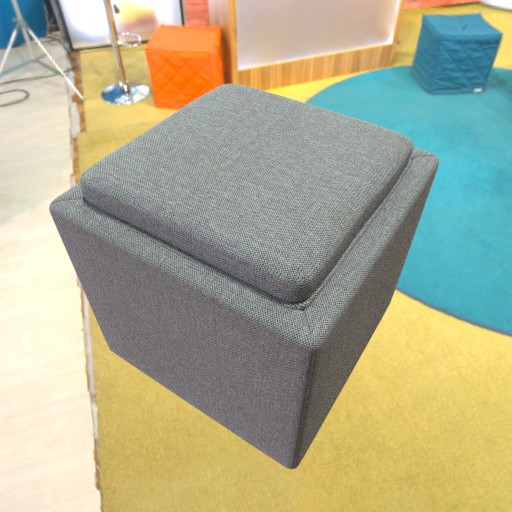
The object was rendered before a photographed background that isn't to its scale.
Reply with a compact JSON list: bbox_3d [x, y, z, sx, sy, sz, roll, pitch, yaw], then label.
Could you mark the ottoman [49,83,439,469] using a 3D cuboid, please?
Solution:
[{"bbox_3d":[0.000,0.000,0.811,0.450,0.460,0.450,25,51,22],"label":"ottoman"}]
